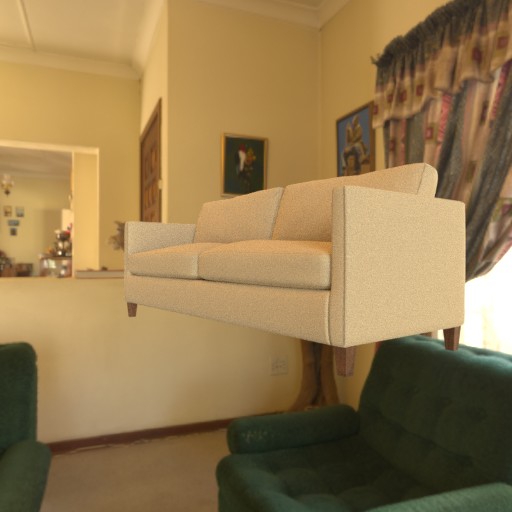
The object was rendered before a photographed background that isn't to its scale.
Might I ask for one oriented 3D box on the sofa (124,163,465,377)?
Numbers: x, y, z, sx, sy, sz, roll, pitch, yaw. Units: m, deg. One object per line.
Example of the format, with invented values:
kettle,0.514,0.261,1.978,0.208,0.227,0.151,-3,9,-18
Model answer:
sofa,0.000,0.000,2.921,0.951,0.968,2.361,0,0,-37
